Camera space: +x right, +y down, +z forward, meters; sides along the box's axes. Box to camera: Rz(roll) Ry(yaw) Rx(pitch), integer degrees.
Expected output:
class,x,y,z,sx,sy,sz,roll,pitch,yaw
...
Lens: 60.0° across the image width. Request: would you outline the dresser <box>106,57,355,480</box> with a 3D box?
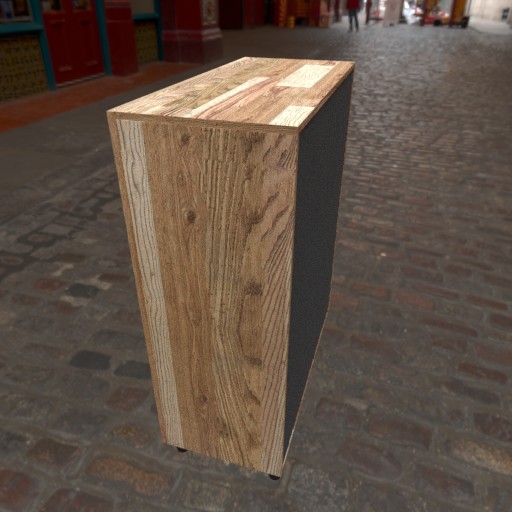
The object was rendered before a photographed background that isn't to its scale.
class,x,y,z,sx,sy,sz,roll,pitch,yaw
dresser,0.000,0.000,1.660,0.480,1.243,0.966,9,32,15
